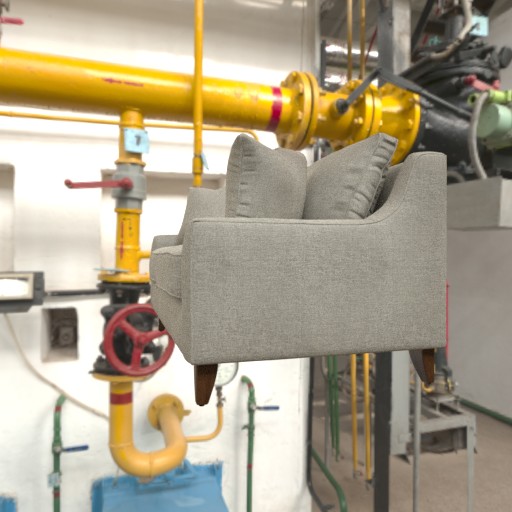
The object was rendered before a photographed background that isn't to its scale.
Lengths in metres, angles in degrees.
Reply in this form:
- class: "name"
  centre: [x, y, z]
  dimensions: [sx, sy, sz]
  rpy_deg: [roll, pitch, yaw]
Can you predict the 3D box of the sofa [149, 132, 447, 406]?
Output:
- class: "sofa"
  centre: [0.000, 0.000, 2.012]
  dimensions: [0.915, 0.863, 1.422]
  rpy_deg: [0, 0, -17]
